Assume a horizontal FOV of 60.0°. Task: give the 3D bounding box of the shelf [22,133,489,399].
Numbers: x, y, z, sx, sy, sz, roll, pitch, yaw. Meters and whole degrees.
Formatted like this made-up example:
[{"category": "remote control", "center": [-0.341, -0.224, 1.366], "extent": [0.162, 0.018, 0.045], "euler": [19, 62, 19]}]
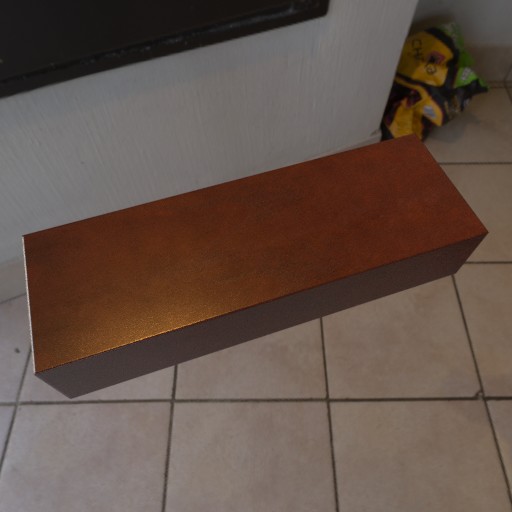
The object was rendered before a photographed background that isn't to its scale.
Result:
[{"category": "shelf", "center": [0.000, 0.000, 0.495], "extent": [0.457, 0.088, 0.152], "euler": [-16, 60, -10]}]
